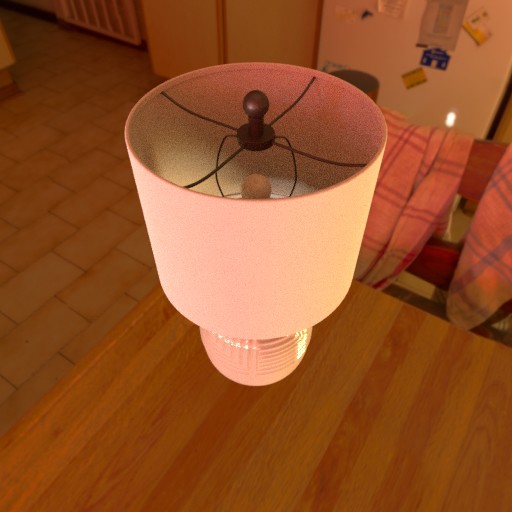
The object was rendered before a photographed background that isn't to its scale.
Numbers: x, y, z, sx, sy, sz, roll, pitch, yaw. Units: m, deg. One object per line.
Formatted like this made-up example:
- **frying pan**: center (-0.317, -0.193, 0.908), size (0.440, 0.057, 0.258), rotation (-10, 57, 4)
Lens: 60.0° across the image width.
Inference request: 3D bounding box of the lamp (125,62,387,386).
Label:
- **lamp**: center (0.000, 0.000, 0.728), size (0.318, 0.567, 0.318), rotation (0, 47, 0)
